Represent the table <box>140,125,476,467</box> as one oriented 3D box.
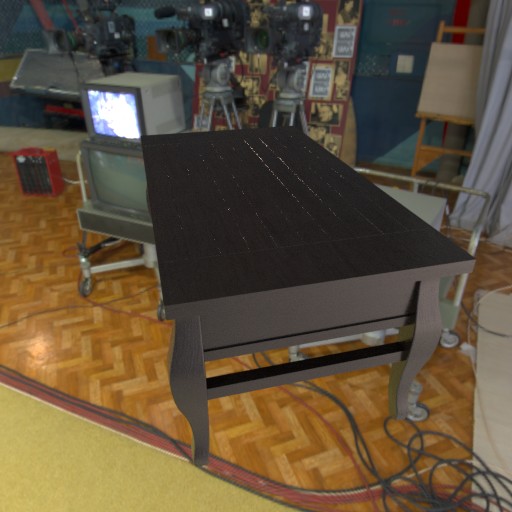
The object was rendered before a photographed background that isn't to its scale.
[{"bbox_3d":[0.000,0.000,1.341,0.600,0.494,1.062,-7,31,-13],"label":"table"}]
